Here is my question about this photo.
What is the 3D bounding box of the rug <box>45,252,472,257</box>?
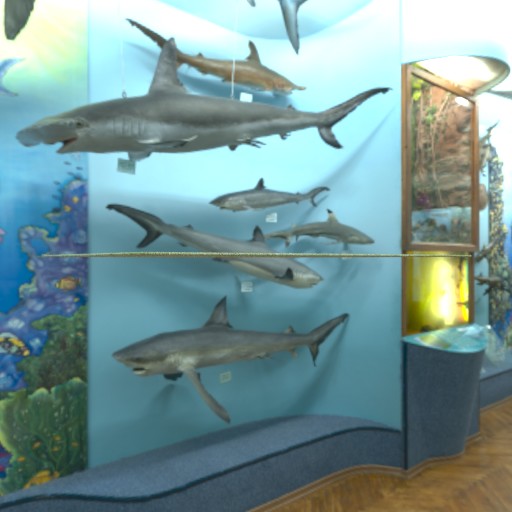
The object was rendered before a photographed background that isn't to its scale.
[{"bbox_3d":[0.000,0.000,4.158,3.198,0.016,2.425,0,0,-36],"label":"rug"}]
